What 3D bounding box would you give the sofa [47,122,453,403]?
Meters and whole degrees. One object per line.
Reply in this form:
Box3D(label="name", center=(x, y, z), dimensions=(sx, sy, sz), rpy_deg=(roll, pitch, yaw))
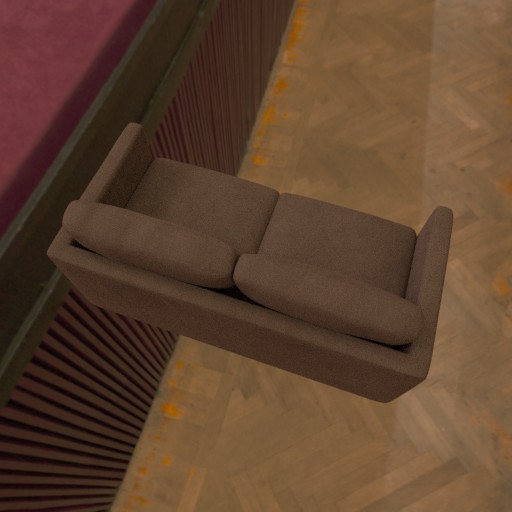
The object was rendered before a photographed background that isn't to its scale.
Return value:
Box3D(label="sofa", center=(0.000, 0.000, 2.459), dimensions=(1.884, 0.963, 0.950), rpy_deg=(17, 64, 9))
